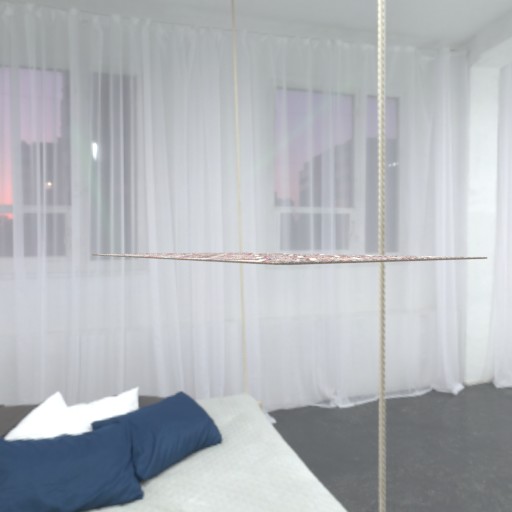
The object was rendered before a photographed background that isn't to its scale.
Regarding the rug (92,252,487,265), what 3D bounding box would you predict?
[{"bbox_3d":[0.000,0.000,3.077,1.545,0.010,2.440,-1,1,-36],"label":"rug"}]
